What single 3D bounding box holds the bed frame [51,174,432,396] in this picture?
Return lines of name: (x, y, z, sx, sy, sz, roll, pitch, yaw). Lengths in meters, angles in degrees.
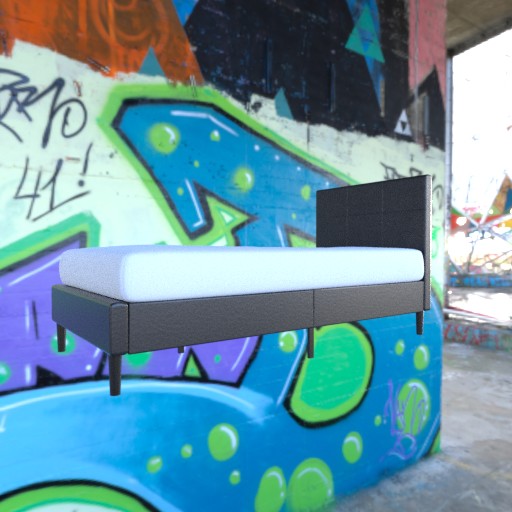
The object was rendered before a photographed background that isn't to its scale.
bed frame: (0.000, 0.000, 2.546, 2.152, 1.046, 1.038, -1, 1, -36)
